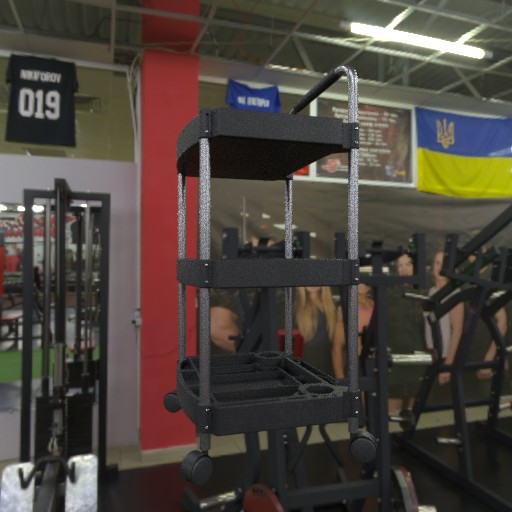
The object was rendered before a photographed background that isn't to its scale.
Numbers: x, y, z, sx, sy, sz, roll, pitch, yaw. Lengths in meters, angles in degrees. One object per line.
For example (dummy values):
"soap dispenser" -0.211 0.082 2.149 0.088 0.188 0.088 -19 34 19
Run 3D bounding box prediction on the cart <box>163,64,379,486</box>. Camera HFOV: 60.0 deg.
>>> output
"cart" 0.000 0.000 1.355 0.518 1.075 0.584 0 0 -16
